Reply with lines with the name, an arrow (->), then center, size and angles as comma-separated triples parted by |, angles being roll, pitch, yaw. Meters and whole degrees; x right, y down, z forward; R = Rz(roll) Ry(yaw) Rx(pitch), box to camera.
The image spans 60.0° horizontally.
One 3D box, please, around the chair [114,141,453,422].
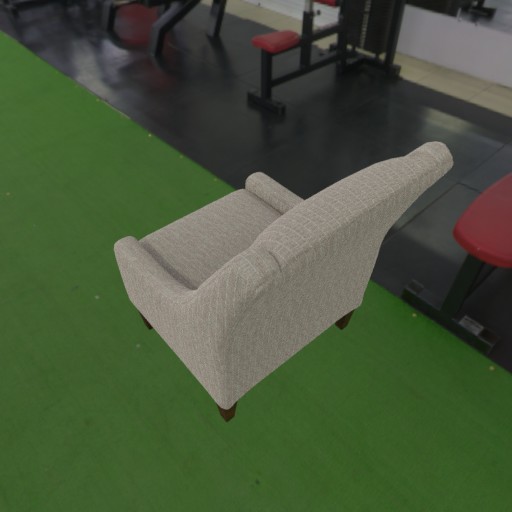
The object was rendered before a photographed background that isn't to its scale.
chair -> 0.000, 0.000, 1.643 | 0.774, 1.014, 0.870 | -31, 53, -27
